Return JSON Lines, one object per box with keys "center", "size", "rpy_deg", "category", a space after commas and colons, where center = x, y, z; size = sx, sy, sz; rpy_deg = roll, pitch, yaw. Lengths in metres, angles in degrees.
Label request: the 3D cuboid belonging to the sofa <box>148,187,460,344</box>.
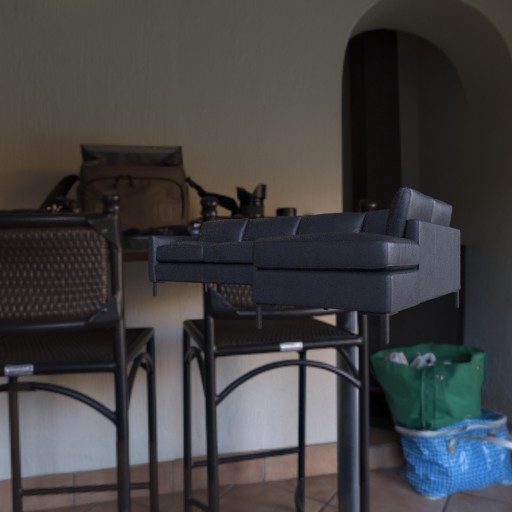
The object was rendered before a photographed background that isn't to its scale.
{"center": [0.000, 0.000, 3.831], "size": [2.984, 0.877, 1.938], "rpy_deg": [0, 0, 35], "category": "sofa"}
